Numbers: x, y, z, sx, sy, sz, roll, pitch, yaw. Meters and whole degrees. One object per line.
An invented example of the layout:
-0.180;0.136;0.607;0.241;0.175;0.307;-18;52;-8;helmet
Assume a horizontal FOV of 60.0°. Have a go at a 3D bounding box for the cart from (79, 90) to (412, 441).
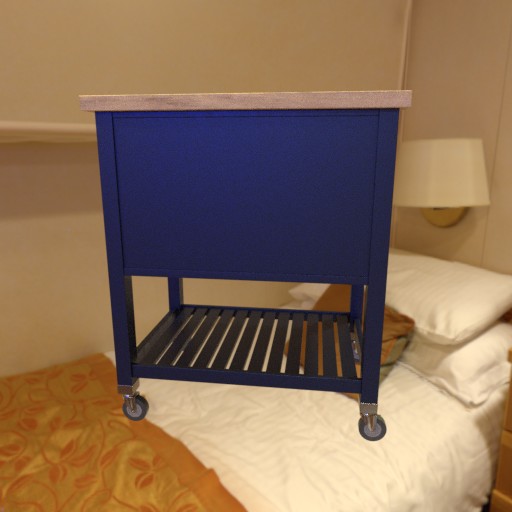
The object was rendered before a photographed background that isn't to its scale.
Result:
0.000;0.000;1.415;0.797;0.920;0.567;2;14;8;cart
